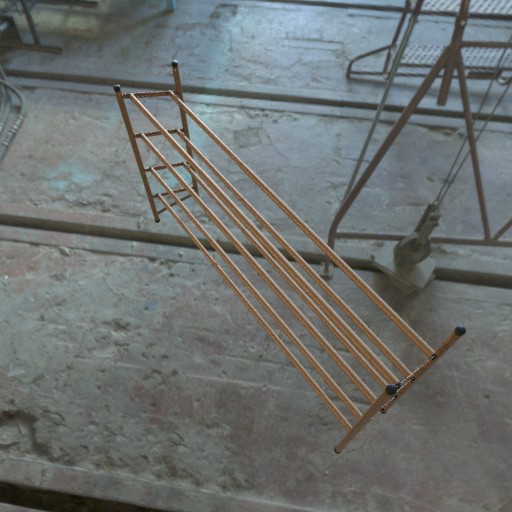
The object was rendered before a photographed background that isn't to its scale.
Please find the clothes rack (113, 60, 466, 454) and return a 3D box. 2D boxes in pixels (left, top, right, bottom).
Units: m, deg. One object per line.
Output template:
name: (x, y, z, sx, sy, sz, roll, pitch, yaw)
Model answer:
clothes rack: (0.000, 0.000, 1.414, 0.229, 0.672, 1.168, -32, 63, -19)
